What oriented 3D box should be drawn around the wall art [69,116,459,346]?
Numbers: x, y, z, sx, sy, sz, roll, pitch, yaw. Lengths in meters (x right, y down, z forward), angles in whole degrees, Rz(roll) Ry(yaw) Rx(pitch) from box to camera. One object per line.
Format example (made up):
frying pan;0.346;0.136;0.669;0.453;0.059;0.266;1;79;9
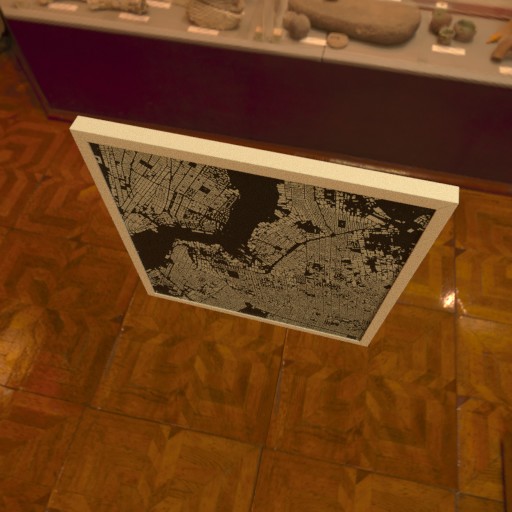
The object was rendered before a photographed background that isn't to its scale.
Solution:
wall art;0.000;0.000;1.179;0.761;0.762;0.050;12;60;7
